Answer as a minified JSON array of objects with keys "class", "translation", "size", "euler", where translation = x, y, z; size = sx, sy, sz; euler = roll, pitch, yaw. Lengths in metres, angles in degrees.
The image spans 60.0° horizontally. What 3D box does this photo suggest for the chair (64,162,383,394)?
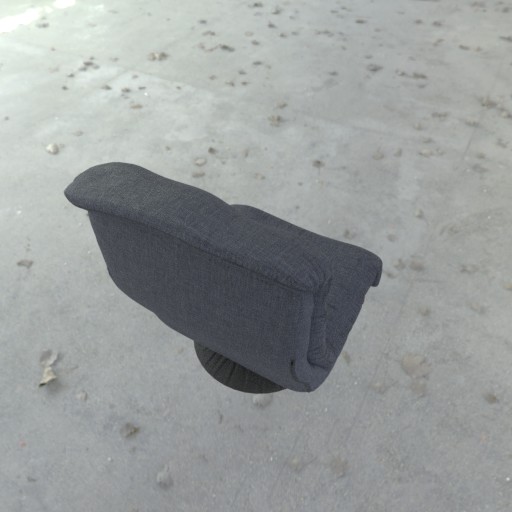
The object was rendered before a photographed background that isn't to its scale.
[{"class":"chair","translation":[0.000,0.000,1.213],"size":[0.597,0.749,0.668],"euler":[22,50,20]}]
